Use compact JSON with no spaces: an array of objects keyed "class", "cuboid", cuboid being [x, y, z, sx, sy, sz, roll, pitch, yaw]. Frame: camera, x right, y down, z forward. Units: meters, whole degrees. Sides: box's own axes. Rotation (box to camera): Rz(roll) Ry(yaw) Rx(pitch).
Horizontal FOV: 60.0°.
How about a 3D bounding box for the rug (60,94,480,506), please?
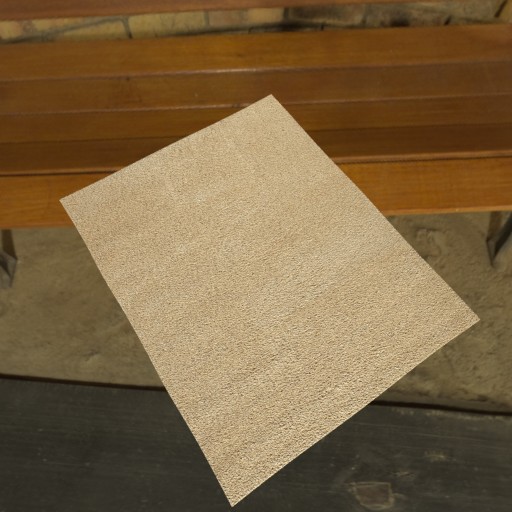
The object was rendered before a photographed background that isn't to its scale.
[{"class":"rug","cuboid":[0.000,0.000,3.882,2.400,0.025,3.000,-31,68,-14]}]
